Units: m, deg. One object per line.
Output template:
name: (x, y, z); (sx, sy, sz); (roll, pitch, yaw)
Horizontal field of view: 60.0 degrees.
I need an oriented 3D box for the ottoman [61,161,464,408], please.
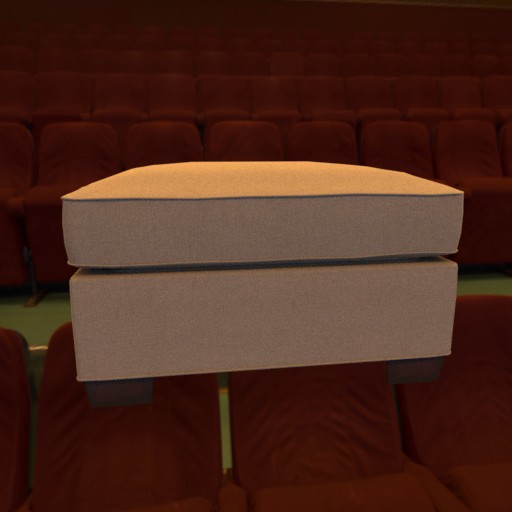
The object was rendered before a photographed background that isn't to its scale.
ottoman: (0.000, 0.000, 1.220); (0.846, 0.503, 0.617); (-2, 14, -8)
